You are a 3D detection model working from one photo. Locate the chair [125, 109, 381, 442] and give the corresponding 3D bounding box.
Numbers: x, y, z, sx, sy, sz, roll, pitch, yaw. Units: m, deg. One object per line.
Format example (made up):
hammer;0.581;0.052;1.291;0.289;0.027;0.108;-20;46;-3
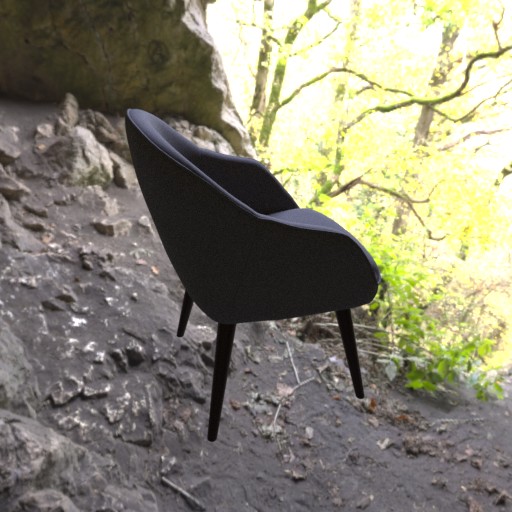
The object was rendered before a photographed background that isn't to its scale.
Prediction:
chair;0.000;0.000;1.253;0.611;0.810;0.589;-10;30;-17
